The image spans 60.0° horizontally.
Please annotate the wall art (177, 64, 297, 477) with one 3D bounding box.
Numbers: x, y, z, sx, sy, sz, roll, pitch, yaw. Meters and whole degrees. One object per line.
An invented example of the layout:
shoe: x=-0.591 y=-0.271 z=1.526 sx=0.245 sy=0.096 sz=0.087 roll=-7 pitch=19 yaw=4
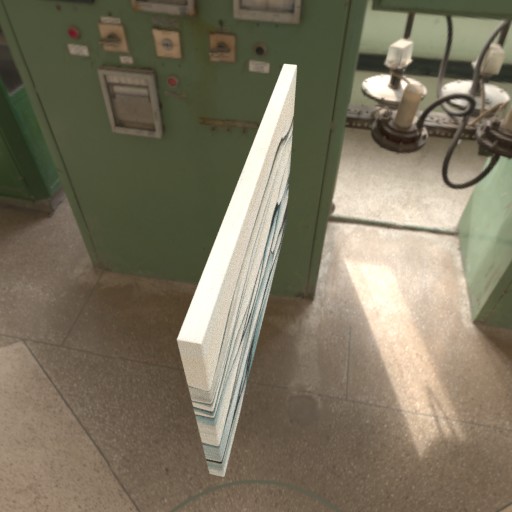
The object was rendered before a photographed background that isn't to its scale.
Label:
wall art: x=0.000 y=0.000 z=1.157 sx=0.039 sy=0.609 sz=0.914 roll=9 pitch=48 yaw=8
